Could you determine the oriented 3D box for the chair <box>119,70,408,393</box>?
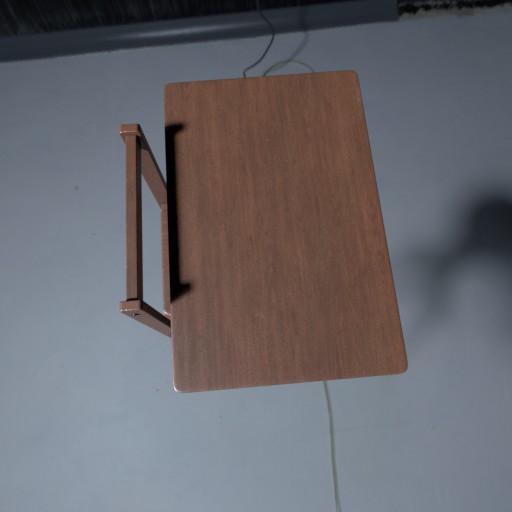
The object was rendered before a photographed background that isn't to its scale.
[{"bbox_3d":[0.000,0.000,1.073,0.463,0.673,0.599,-5,74,-1],"label":"chair"}]
